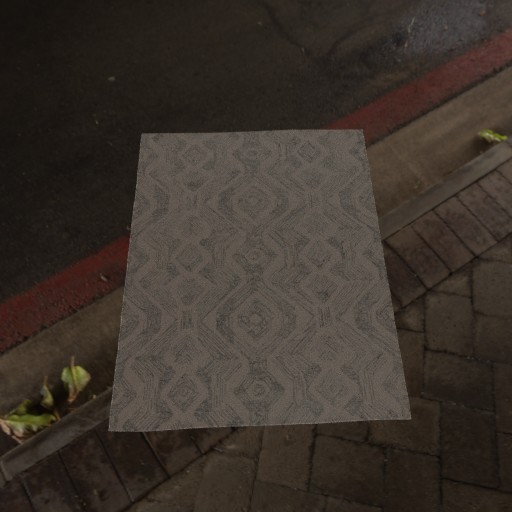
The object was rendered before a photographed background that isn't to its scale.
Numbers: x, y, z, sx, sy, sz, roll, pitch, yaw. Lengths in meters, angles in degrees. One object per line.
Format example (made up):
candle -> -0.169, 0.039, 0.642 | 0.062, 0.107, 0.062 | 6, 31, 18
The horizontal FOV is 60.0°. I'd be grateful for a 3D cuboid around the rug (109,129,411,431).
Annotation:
rug -> 0.000, 0.000, 4.203 | 2.430, 0.030, 3.054 | -1, 64, -1
